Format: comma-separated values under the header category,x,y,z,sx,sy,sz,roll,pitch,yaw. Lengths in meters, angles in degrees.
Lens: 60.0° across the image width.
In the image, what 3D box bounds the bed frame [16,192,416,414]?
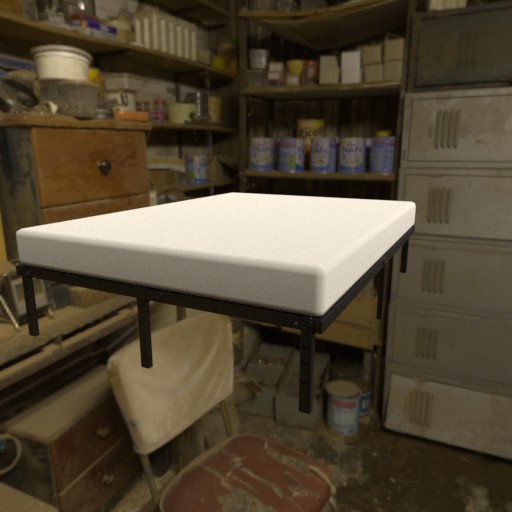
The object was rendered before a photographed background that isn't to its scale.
category,x,y,z,sx,sy,sz,roll,pitch,yaw
bed frame,0.000,0.000,3.447,1.990,0.680,2.635,7,15,26
